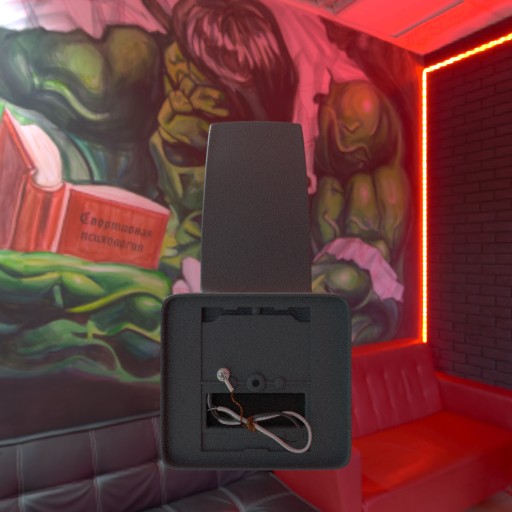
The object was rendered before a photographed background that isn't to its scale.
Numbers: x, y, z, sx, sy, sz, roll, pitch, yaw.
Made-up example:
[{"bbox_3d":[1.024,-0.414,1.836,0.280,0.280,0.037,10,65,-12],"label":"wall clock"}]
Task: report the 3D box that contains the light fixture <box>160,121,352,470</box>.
[{"bbox_3d":[0.000,0.000,0.333,0.108,0.243,0.174,0,0,0],"label":"light fixture"}]
